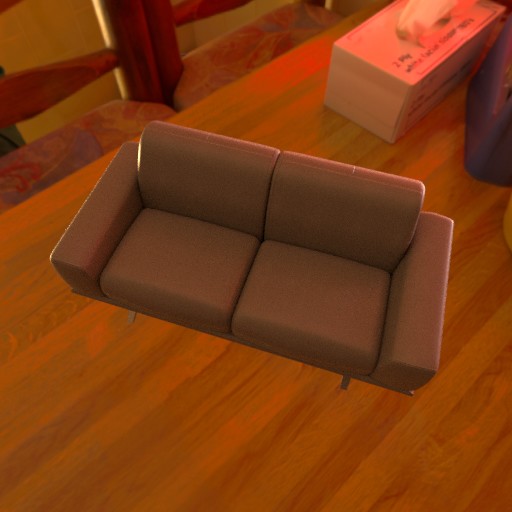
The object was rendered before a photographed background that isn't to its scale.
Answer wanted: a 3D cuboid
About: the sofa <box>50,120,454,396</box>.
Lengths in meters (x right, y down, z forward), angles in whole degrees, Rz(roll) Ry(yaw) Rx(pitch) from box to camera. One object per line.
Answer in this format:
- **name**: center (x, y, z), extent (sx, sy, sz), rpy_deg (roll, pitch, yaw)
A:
- **sofa**: center (0.000, 0.000, 2.365), extent (1.901, 0.772, 0.900), rpy_deg (15, 60, 9)
